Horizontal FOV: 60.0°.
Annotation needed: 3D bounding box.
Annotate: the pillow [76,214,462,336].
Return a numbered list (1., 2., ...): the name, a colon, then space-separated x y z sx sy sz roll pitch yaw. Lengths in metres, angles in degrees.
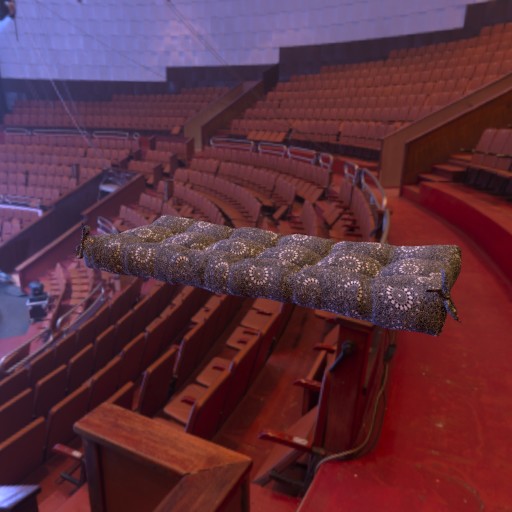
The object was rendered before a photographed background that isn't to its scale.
1. pillow: 0.000 0.000 1.373 1.194 0.174 0.511 8 18 26
